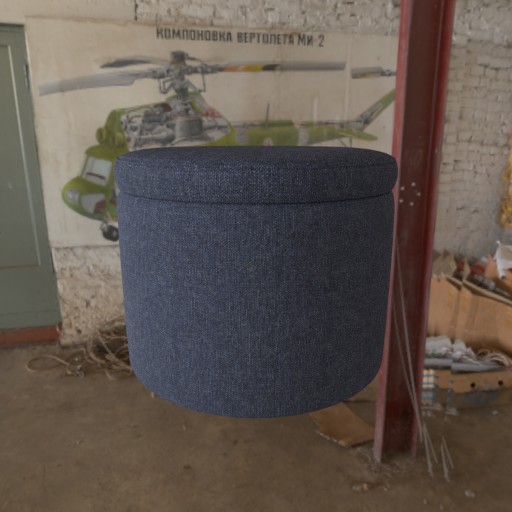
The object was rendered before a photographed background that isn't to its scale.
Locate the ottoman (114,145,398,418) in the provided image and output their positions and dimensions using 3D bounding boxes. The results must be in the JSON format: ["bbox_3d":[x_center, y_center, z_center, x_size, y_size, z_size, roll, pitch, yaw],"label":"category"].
[{"bbox_3d":[0.000,0.000,0.890,0.520,0.430,0.520,0,15,0],"label":"ottoman"}]
